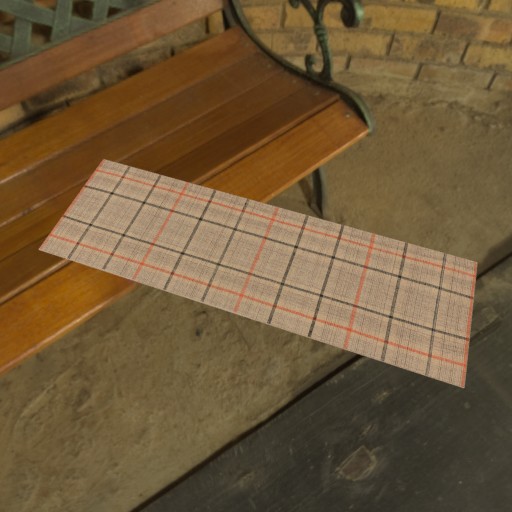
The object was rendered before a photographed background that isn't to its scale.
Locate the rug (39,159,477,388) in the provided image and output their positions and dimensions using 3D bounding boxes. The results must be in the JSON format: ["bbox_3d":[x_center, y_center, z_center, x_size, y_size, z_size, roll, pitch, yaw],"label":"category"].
[{"bbox_3d":[0.000,0.000,2.581,2.439,0.008,0.762,17,60,10],"label":"rug"}]
